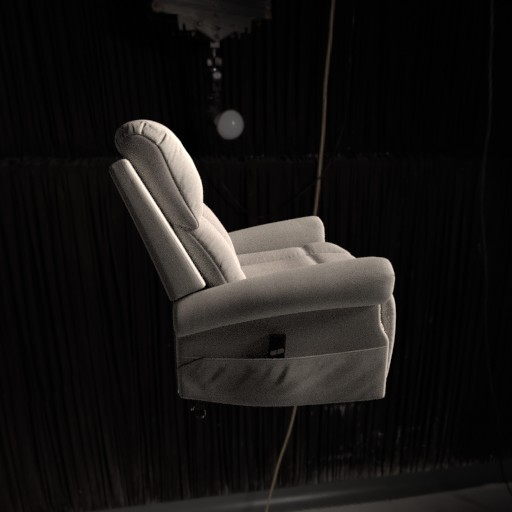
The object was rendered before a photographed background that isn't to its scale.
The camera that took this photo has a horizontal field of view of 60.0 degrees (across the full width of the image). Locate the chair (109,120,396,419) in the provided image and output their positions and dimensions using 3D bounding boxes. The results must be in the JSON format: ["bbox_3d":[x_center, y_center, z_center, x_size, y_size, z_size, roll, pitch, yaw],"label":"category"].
[{"bbox_3d":[0.000,0.000,1.773,0.979,1.031,0.871,-3,16,-10],"label":"chair"}]
